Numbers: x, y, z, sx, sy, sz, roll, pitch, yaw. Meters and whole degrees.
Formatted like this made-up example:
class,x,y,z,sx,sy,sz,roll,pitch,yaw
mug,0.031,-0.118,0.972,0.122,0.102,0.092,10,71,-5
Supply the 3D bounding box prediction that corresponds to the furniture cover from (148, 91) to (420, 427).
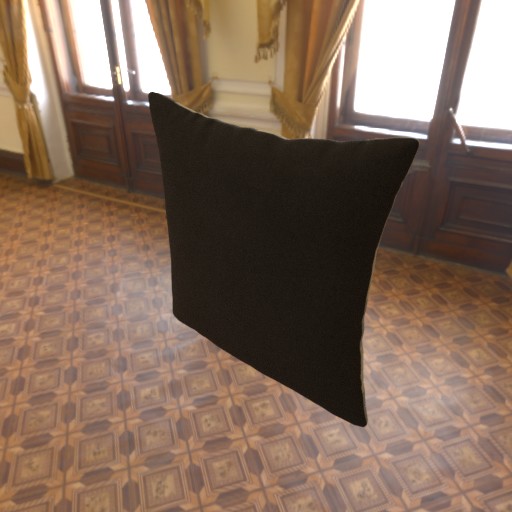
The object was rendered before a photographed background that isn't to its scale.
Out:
class,x,y,z,sx,sy,sz,roll,pitch,yaw
furniture cover,0.000,0.000,0.796,0.511,0.509,0.161,23,37,34
